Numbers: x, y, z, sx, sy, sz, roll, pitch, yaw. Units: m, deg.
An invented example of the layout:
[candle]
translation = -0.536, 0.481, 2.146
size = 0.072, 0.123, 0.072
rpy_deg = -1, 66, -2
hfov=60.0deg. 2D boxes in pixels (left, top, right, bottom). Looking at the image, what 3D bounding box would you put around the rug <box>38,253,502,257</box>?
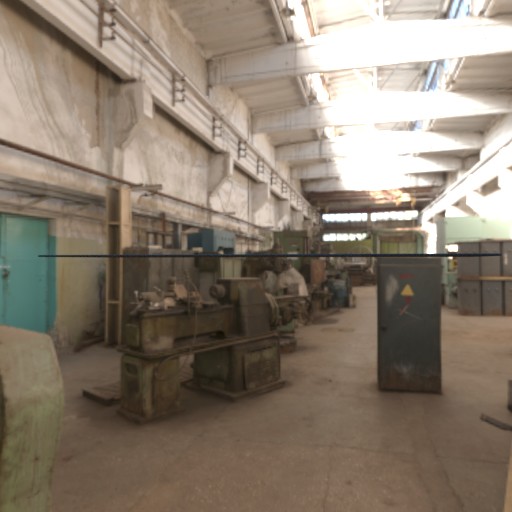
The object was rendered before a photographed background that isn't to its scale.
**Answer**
[rug]
translation = 0.000, 0.000, 2.620
size = 2.448, 0.012, 0.769
rpy_deg = 0, -1, 16
